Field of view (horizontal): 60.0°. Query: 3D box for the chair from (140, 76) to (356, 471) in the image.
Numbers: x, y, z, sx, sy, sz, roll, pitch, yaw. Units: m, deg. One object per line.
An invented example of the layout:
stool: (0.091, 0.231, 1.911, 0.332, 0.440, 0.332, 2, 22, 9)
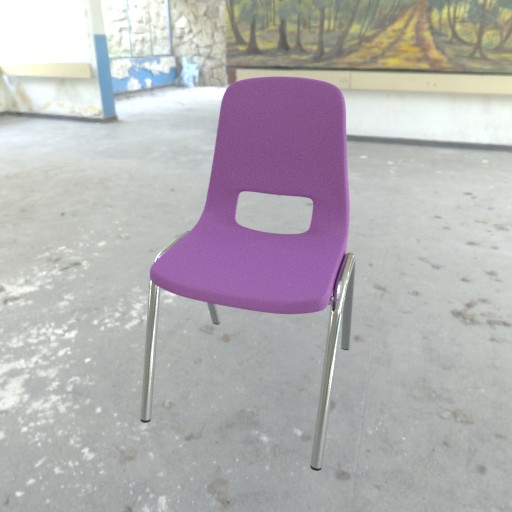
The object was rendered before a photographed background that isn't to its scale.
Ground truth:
chair: (0.000, 0.000, 0.680, 0.291, 0.493, 0.301, 8, 27, 17)
